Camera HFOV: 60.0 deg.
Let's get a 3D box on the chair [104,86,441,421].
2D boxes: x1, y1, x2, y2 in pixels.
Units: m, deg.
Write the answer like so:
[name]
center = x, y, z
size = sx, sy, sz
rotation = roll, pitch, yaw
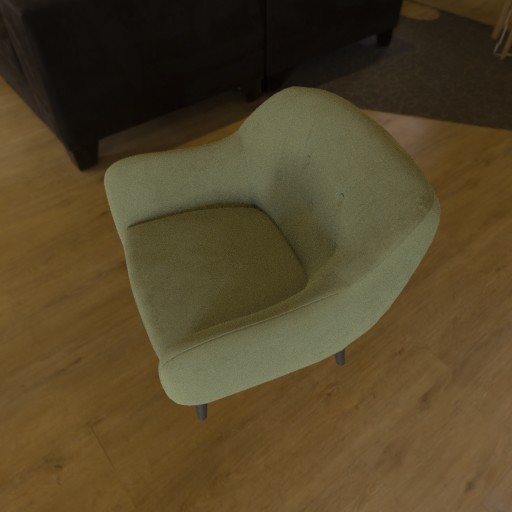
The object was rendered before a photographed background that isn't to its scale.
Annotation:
[chair]
center = 0.000, 0.000, 1.470
size = 0.819, 0.804, 0.840
rotation = -17, 49, -15
